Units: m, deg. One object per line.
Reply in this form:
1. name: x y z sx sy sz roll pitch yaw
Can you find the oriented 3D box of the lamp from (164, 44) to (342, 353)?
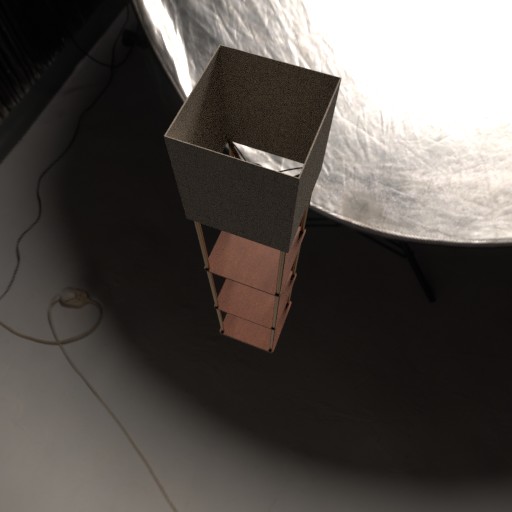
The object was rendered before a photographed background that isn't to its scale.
1. lamp: 0.000 0.000 1.704 0.310 1.569 0.308 19 66 9
